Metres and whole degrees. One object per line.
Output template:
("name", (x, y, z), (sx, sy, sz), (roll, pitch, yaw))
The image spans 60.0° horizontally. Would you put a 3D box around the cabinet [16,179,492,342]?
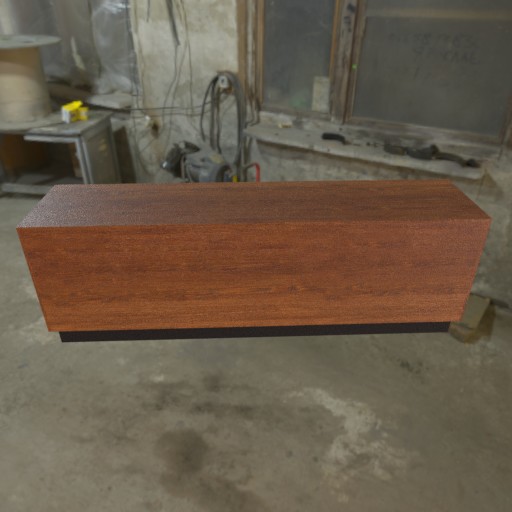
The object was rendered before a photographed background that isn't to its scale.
("cabinet", (0.000, 0.000, 1.798), (1.600, 0.510, 0.419), (-1, 31, -2))
